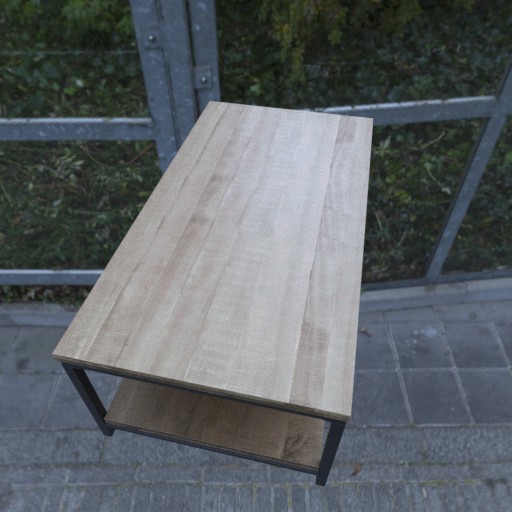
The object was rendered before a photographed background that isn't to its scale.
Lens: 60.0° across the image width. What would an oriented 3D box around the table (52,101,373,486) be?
[{"bbox_3d":[0.000,0.000,1.316,0.574,0.393,1.062,9,46,9],"label":"table"}]
